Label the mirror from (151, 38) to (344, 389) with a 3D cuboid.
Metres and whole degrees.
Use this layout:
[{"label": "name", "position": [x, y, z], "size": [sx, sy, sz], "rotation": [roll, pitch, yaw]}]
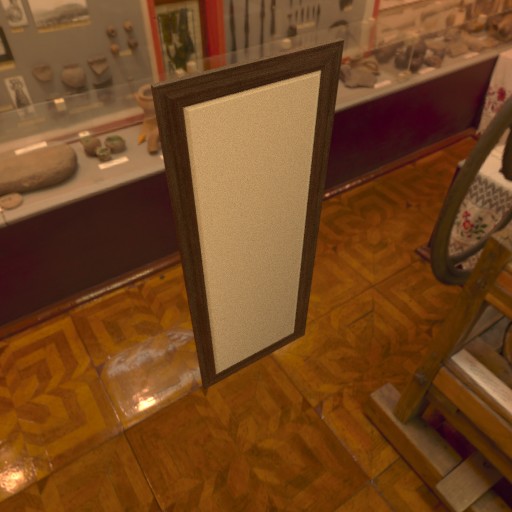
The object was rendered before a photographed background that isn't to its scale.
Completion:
[{"label": "mirror", "position": [0.000, 0.000, 2.342], "size": [0.812, 2.032, 0.025], "rotation": [-24, 50, -22]}]
